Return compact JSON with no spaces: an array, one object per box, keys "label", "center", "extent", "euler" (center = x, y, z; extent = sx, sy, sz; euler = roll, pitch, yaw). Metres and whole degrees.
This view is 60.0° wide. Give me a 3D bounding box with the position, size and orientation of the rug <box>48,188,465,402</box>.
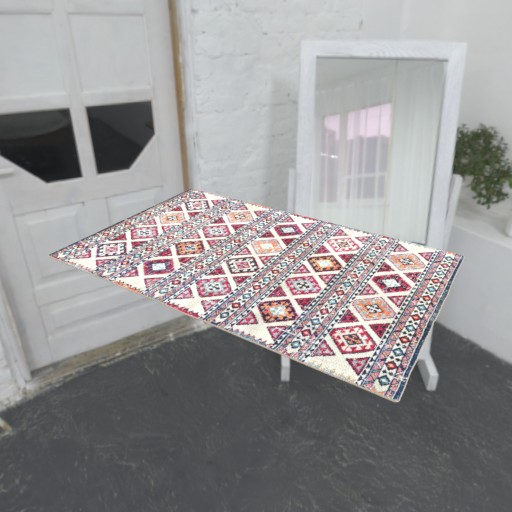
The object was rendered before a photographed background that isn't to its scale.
[{"label":"rug","center":[0.000,0.000,3.052],"extent":[2.440,0.010,1.545],"euler":[17,34,28]}]
